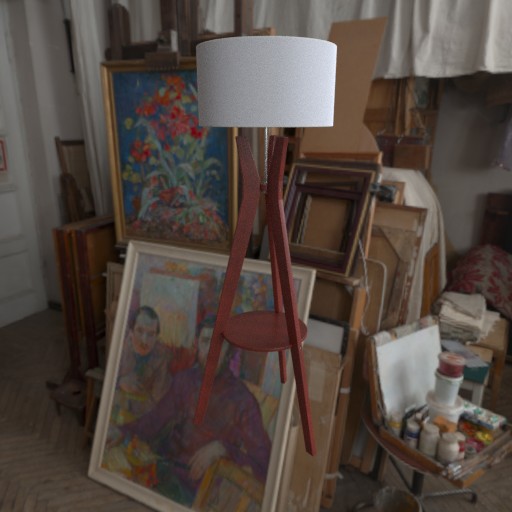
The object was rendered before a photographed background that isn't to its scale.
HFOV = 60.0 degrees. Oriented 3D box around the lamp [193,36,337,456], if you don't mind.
[{"bbox_3d":[0.000,0.000,1.716,0.542,1.472,0.539,-3,17,-9],"label":"lamp"}]
